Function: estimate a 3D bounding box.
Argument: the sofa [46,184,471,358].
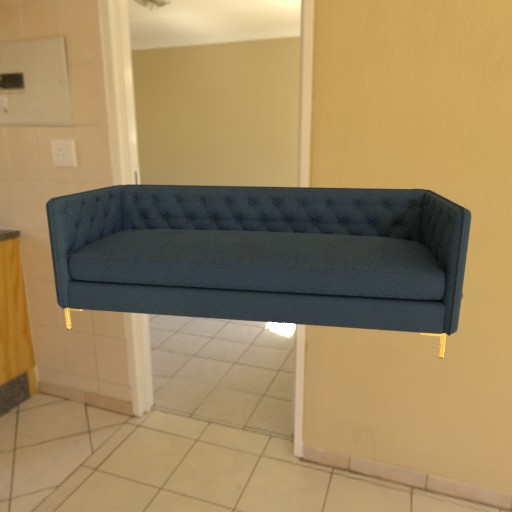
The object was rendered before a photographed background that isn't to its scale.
[{"bbox_3d":[0.000,0.000,2.707,2.209,0.771,0.895,3,15,10],"label":"sofa"}]
